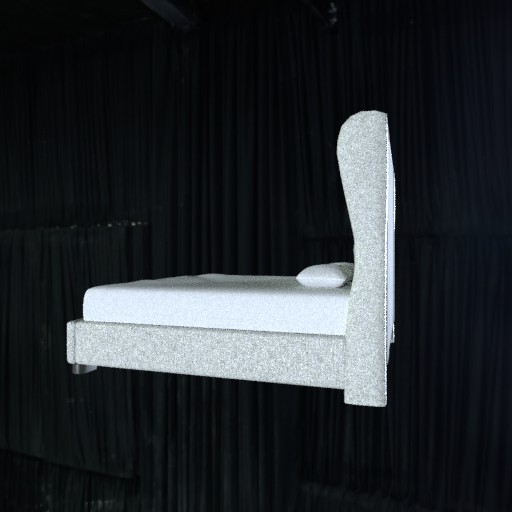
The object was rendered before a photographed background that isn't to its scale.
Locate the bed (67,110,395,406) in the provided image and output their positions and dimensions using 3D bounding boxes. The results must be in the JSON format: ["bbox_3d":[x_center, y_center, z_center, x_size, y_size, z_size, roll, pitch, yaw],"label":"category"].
[{"bbox_3d":[0.000,0.000,3.991,2.347,1.771,2.219,0,0,19],"label":"bed"}]
